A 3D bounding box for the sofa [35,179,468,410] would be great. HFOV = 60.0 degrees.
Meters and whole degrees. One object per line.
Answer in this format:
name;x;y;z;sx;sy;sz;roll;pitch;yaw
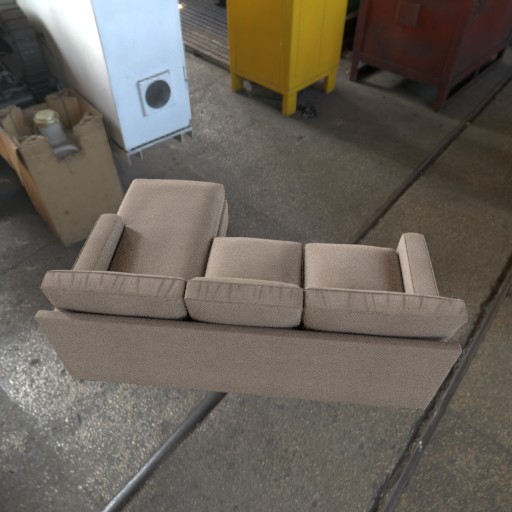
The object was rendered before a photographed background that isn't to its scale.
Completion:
sofa;0.000;0.000;2.813;2.087;0.861;1.496;4;47;4
